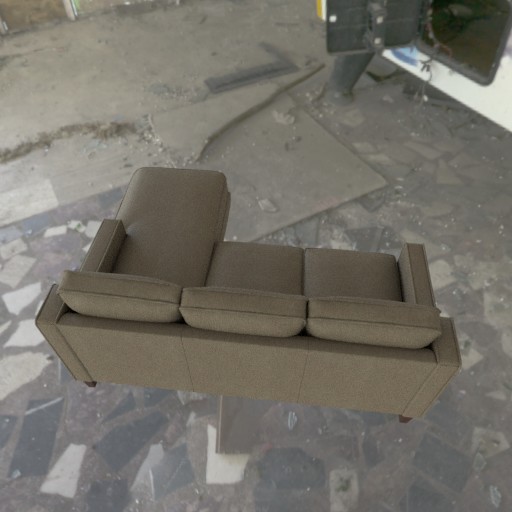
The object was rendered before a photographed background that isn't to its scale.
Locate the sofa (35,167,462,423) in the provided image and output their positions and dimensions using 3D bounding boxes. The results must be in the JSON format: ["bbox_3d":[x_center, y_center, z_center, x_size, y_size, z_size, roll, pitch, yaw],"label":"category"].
[{"bbox_3d":[0.000,0.000,3.198,2.317,1.081,1.858,5,50,4],"label":"sofa"}]
